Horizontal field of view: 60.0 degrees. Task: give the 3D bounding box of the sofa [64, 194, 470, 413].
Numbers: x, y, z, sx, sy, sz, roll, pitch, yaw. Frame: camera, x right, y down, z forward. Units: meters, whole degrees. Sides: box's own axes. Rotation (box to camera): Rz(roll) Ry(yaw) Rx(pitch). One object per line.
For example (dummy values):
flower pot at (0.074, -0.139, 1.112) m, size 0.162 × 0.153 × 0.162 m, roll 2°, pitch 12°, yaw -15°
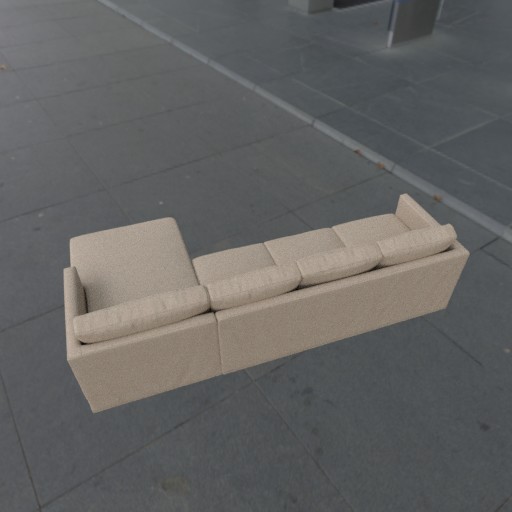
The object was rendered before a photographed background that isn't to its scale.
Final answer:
sofa at (0.000, 0.000, 3.977) m, size 3.177 × 0.867 × 1.622 m, roll -13°, pitch 44°, yaw -14°
